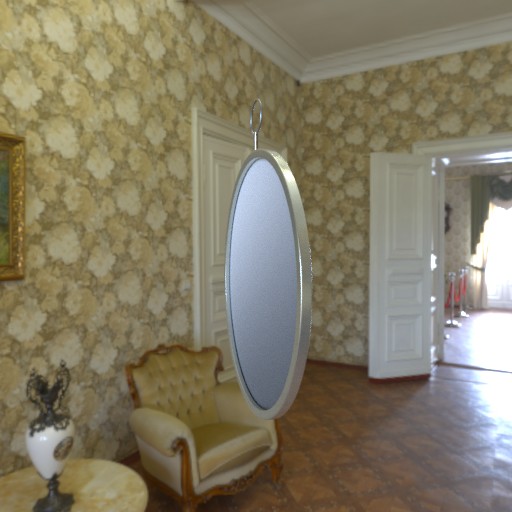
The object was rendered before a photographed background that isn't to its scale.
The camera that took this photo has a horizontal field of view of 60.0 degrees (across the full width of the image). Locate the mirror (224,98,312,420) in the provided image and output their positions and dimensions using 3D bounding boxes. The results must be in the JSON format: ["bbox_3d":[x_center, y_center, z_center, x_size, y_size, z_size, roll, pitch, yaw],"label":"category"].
[{"bbox_3d":[0.000,0.000,1.014,0.020,0.713,0.594,0,1,-16],"label":"mirror"}]
